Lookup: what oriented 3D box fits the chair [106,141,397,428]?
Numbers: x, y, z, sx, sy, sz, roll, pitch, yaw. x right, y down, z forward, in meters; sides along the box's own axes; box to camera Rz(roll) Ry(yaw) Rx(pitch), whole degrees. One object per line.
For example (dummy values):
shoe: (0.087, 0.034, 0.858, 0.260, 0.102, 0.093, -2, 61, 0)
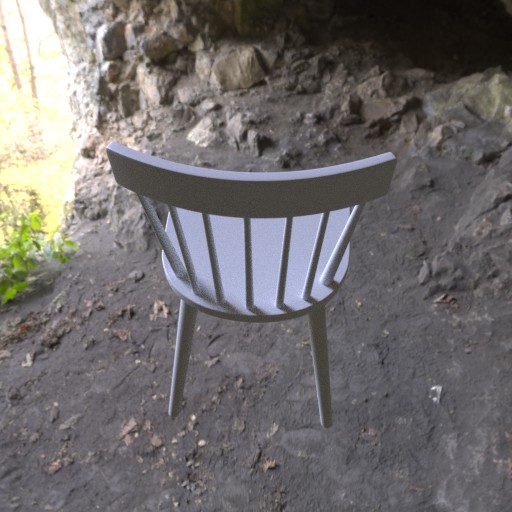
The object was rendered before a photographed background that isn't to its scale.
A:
chair: (0.000, 0.000, 1.102, 0.483, 0.787, 0.500, 3, 45, 3)
